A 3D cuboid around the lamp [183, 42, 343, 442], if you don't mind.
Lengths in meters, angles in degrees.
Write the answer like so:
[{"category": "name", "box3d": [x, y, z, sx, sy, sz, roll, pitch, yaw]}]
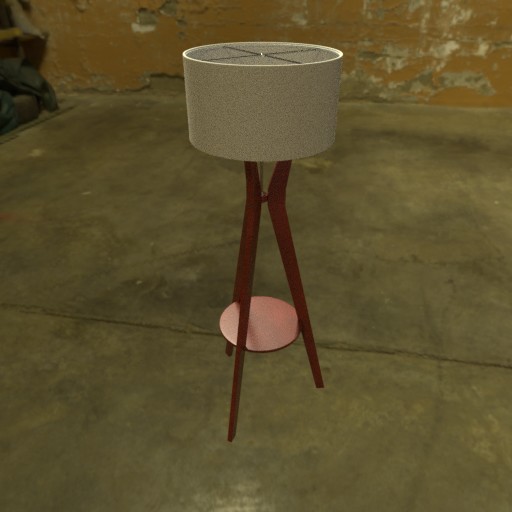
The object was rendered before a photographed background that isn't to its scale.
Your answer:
[{"category": "lamp", "box3d": [0.000, 0.000, 1.737, 0.539, 1.472, 0.542, -20, 37, -29]}]
